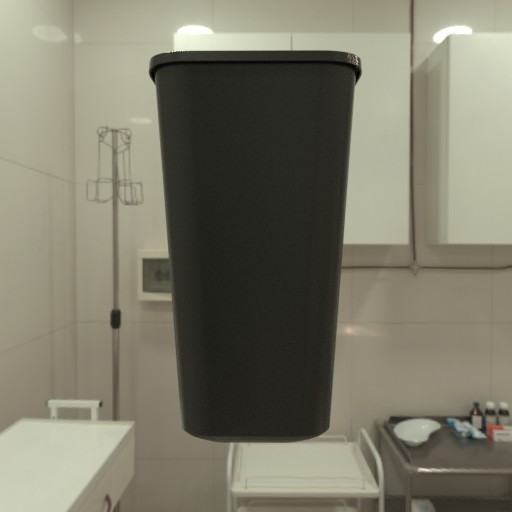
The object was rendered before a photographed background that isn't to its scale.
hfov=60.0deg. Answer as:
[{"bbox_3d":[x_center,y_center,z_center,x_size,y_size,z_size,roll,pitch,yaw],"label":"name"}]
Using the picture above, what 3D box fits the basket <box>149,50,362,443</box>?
[{"bbox_3d":[0.000,0.000,0.753,0.287,0.521,0.394,0,1,0],"label":"basket"}]
